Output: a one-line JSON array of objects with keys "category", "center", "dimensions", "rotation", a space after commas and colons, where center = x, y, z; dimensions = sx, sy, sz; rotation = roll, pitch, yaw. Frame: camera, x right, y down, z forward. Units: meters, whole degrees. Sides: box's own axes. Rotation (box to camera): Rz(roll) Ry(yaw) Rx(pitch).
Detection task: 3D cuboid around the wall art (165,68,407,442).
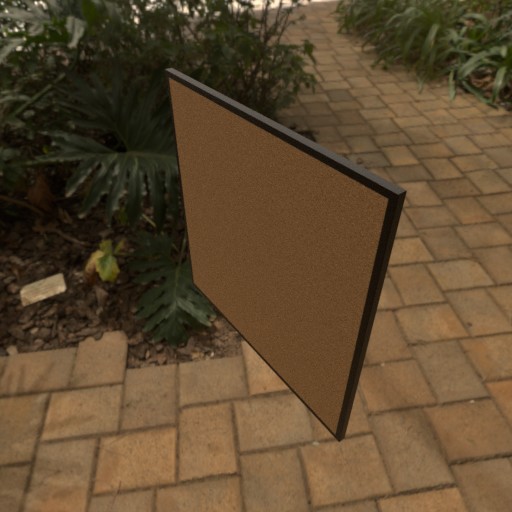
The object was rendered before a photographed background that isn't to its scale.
[{"category": "wall art", "center": [0.000, 0.000, 0.699], "dimensions": [0.012, 0.458, 0.457], "rotation": [-26, 46, -27]}]
